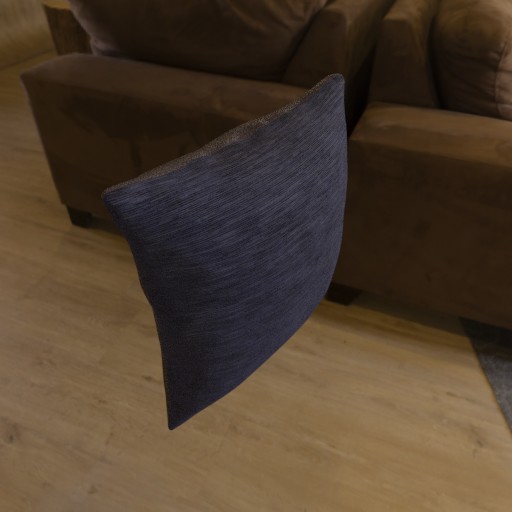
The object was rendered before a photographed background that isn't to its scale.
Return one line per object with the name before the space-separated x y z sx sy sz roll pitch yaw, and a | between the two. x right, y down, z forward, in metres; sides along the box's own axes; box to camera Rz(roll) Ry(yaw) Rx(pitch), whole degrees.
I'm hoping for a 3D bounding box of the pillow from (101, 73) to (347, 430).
pillow | 0.000 0.000 0.681 0.204 0.439 0.452 27 47 28
